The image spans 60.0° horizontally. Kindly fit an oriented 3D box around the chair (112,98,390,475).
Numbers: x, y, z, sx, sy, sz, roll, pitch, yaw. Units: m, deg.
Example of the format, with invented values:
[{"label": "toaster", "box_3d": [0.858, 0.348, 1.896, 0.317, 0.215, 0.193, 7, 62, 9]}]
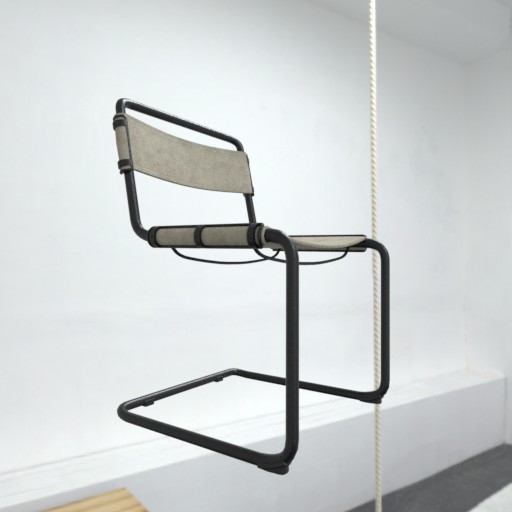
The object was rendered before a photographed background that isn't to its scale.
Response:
[{"label": "chair", "box_3d": [0.000, 0.000, 1.068, 0.497, 0.747, 0.499, 0, -1, 36]}]
